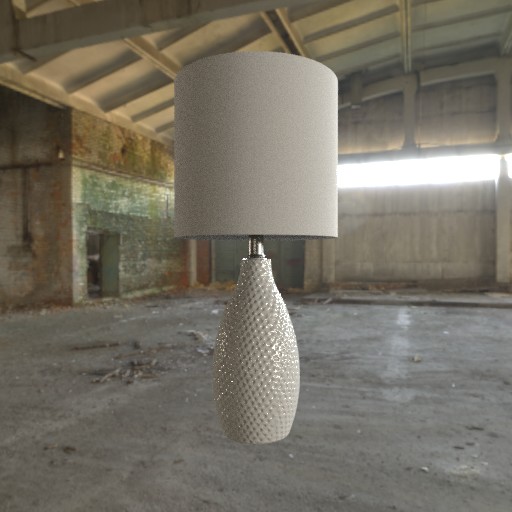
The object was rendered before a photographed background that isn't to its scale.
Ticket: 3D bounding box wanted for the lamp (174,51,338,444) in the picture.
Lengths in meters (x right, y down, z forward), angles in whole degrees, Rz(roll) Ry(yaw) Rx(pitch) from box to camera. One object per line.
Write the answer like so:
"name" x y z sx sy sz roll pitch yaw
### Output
"lamp" 0.000 0.000 0.593 0.214 0.466 0.214 0 0 19
